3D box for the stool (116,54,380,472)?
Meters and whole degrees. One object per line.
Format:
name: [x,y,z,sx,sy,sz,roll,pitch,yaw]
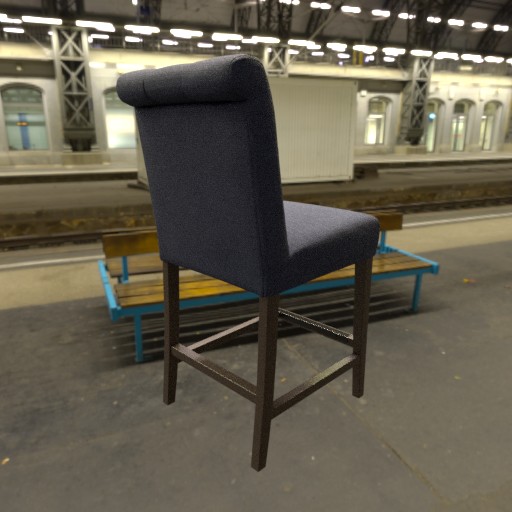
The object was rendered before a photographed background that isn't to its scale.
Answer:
stool: [0.000,0.000,1.314,0.493,1.010,0.601,15,22,43]
